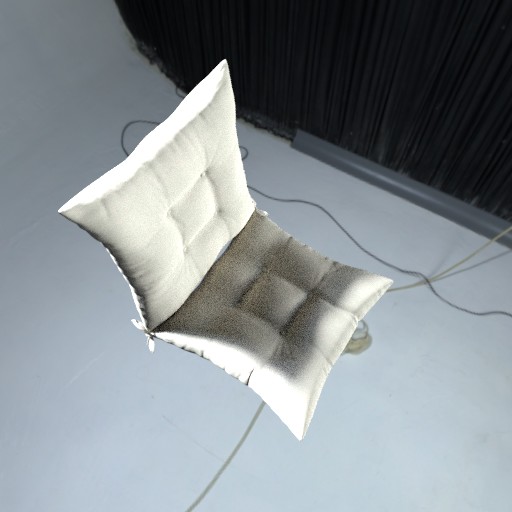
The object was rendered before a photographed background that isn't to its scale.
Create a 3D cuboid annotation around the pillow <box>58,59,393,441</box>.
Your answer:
[{"bbox_3d":[0.000,0.000,1.025,0.585,0.536,0.541,29,63,17],"label":"pillow"}]
